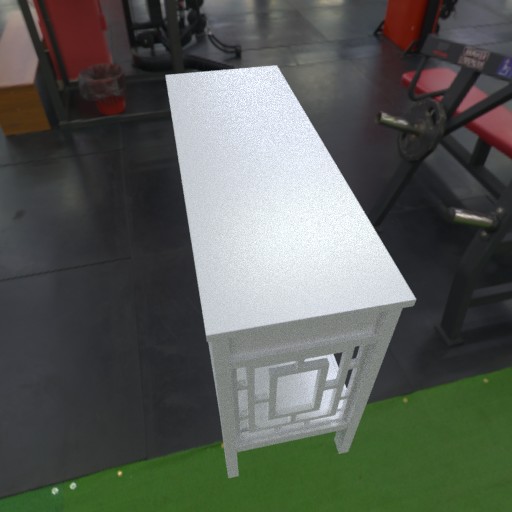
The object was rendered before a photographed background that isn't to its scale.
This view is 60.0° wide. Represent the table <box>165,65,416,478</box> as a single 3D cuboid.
[{"bbox_3d":[0.000,0.000,1.415,0.397,0.753,1.068,-8,46,-8],"label":"table"}]
